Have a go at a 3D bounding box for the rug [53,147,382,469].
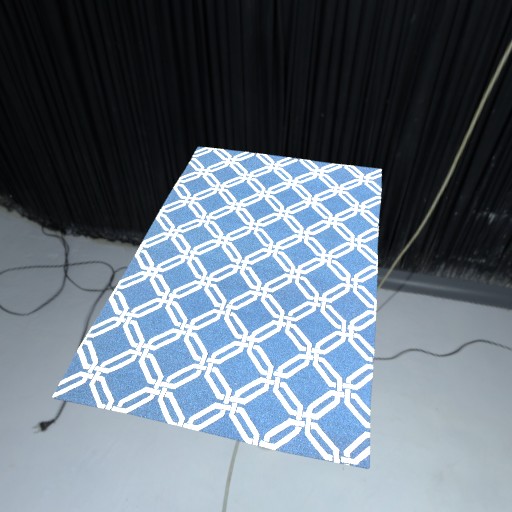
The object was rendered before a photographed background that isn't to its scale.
[{"bbox_3d":[0.000,0.000,2.125,1.153,0.010,1.755,9,46,9],"label":"rug"}]
